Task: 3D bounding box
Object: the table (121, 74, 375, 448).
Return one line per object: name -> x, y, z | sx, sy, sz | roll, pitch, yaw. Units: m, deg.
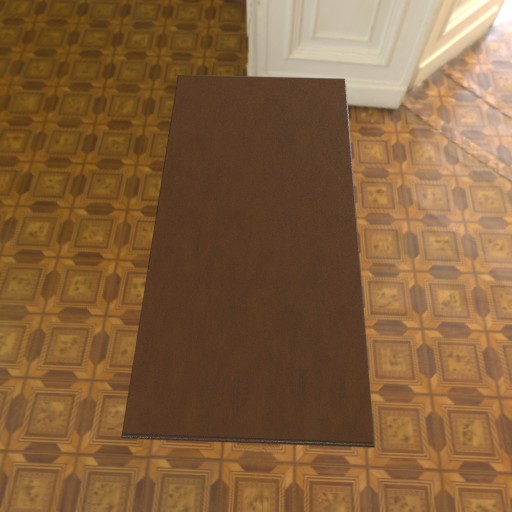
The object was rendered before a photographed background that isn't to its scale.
table -> 0.000, 0.000, 1.502 | 0.594, 0.459, 1.197 | 2, 64, 1
